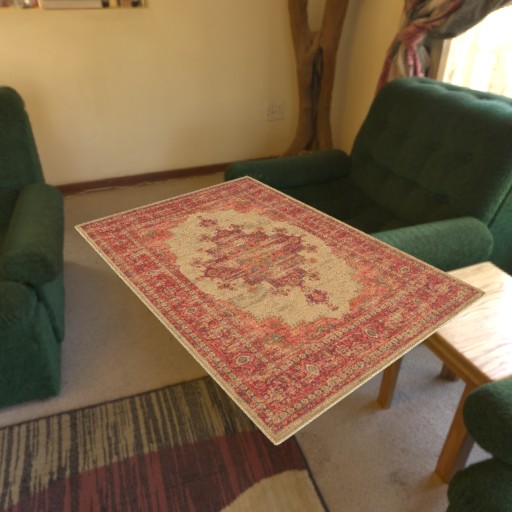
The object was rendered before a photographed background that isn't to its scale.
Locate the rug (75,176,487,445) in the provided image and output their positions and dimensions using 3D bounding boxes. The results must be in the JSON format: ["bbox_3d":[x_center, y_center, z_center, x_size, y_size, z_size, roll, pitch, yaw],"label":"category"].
[{"bbox_3d":[0.000,0.000,2.822,1.555,0.011,2.232,-22,38,-32],"label":"rug"}]
